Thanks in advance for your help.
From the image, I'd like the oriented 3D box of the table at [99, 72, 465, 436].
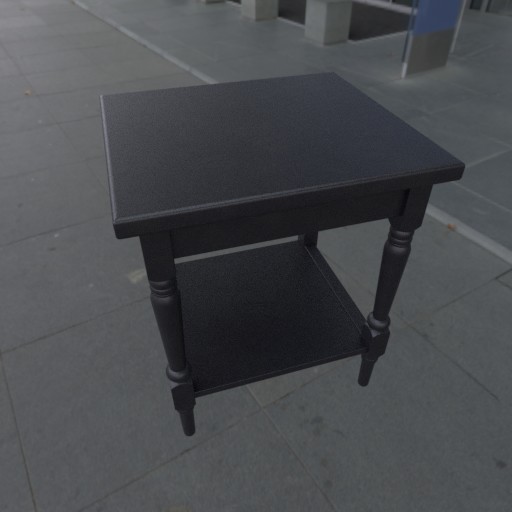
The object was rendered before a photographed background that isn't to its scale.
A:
[{"bbox_3d":[0.000,0.000,0.912,0.488,0.565,0.442,-11,41,-13],"label":"table"}]
